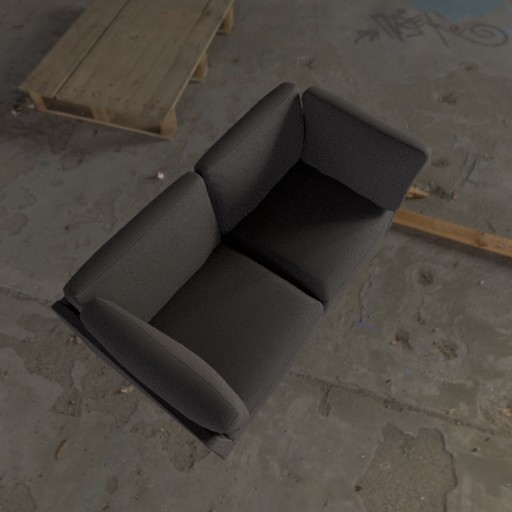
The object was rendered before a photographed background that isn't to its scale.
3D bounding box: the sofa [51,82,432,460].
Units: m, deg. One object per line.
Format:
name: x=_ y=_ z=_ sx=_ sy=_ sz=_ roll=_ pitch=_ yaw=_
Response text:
sofa: x=0.000 y=0.000 z=2.316 sx=0.969 sy=0.920 sz=1.751 roll=32 pitch=64 yaw=18
